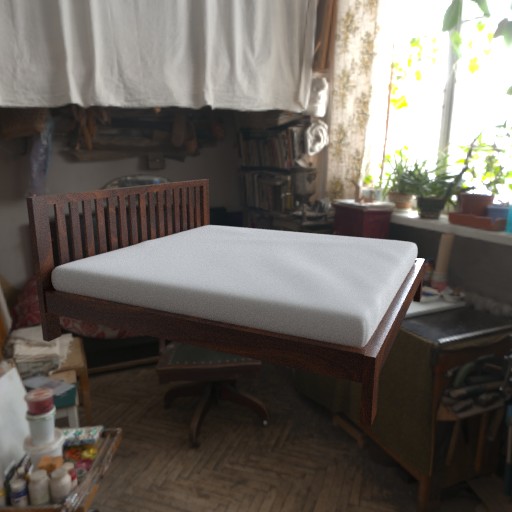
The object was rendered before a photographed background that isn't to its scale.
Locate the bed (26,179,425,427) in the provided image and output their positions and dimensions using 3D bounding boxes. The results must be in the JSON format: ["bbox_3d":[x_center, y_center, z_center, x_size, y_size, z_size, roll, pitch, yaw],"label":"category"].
[{"bbox_3d":[0.000,0.000,3.067,2.030,0.890,1.905,6,15,25],"label":"bed"}]
